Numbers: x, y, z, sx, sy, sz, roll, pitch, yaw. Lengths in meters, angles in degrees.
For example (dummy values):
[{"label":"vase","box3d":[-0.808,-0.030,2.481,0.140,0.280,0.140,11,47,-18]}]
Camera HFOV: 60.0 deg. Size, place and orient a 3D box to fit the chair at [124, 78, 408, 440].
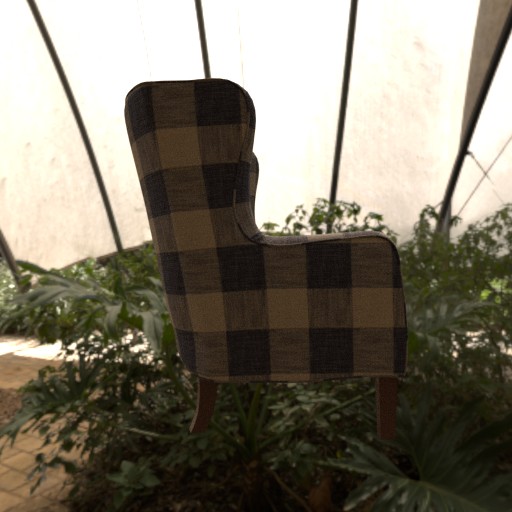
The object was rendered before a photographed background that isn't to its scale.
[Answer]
[{"label":"chair","box3d":[0.000,0.000,1.651,0.889,1.041,0.830,0,0,1]}]
